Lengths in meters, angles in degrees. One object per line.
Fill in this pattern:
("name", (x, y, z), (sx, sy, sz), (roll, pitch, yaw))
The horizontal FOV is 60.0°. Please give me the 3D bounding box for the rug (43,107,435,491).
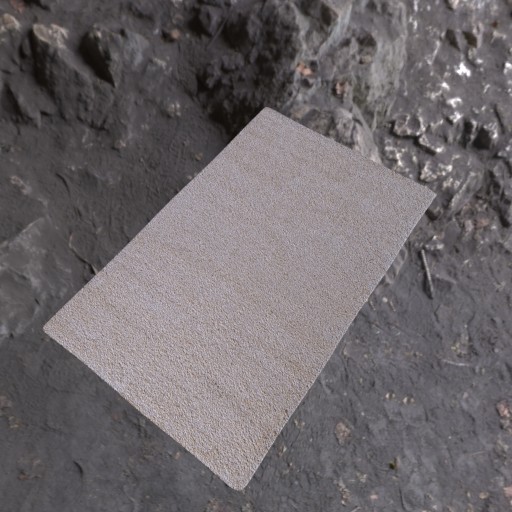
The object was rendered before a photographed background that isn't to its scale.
("rug", (0.000, 0.000, 2.923), (1.500, 0.026, 2.349), (32, 65, 17))
